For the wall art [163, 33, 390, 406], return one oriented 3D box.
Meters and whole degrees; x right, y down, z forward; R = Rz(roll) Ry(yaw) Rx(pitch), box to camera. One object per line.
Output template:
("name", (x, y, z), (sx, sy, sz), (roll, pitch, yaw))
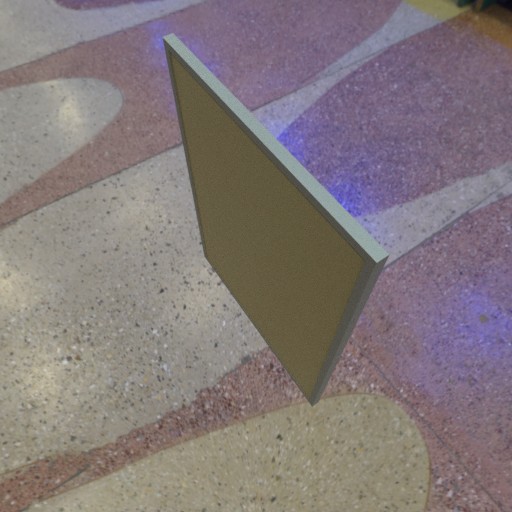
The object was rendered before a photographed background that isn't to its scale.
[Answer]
("wall art", (0.000, 0.000, 1.379), (0.034, 1.042, 0.789), (-30, 63, -17))
